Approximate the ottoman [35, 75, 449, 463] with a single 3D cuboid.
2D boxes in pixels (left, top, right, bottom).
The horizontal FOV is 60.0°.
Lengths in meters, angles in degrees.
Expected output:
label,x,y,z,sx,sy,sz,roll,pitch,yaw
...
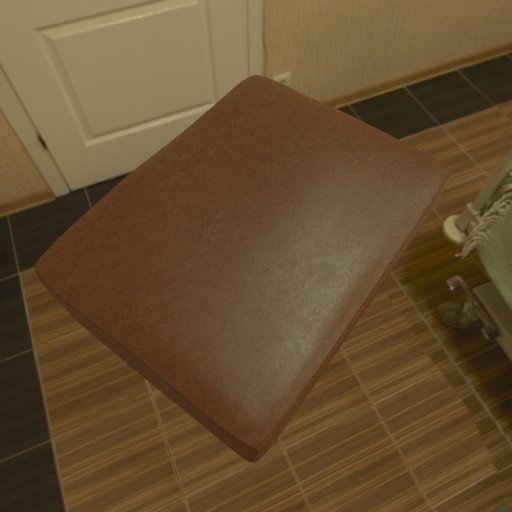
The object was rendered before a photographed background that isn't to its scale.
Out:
label,x,y,z,sx,sy,sz,roll,pitch,yaw
ottoman,0.000,0.000,1.208,0.650,0.485,0.851,33,64,18
